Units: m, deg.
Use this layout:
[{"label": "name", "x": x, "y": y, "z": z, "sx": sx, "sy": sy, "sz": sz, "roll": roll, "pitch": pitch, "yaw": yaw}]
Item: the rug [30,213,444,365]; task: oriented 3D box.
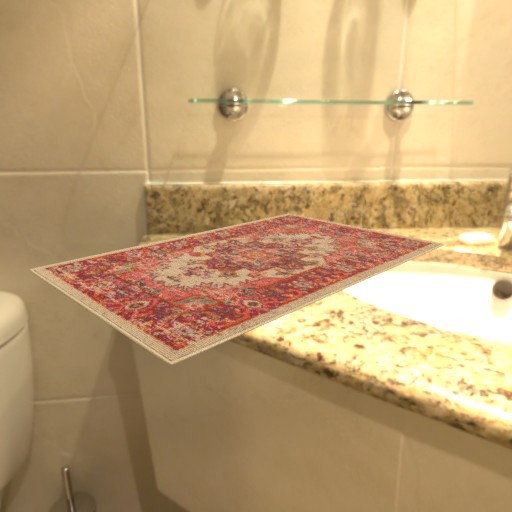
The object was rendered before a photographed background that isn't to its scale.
[{"label": "rug", "x": 0.000, "y": 0.000, "z": 1.082, "sx": 0.868, "sy": 0.004, "sz": 0.556, "roll": -16, "pitch": 23, "yaw": -42}]
